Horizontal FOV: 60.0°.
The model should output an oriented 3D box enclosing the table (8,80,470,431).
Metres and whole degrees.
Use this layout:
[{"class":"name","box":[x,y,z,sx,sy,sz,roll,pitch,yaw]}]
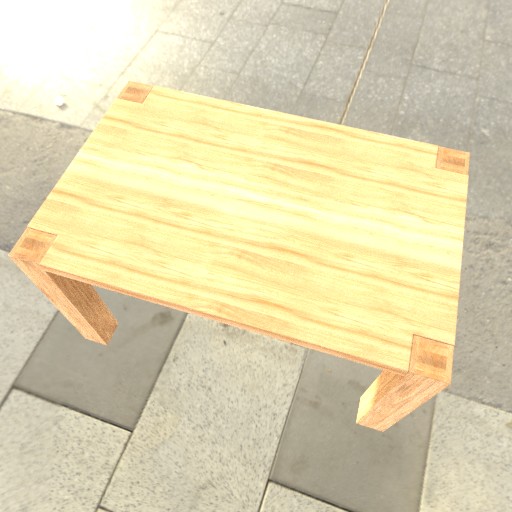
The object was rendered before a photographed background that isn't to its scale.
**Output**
[{"class":"table","box":[0.000,0.000,1.867,1.400,0.760,0.900,15,60,9]}]
